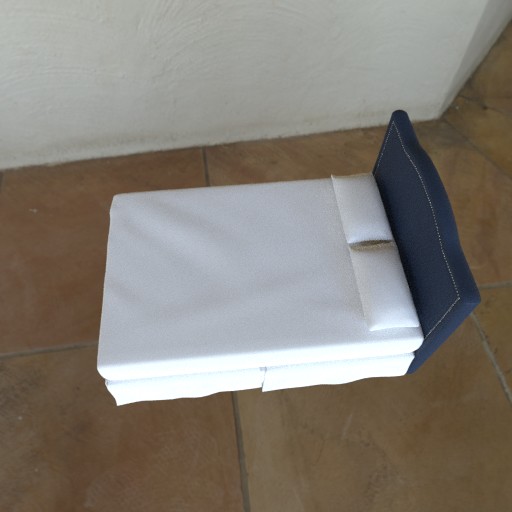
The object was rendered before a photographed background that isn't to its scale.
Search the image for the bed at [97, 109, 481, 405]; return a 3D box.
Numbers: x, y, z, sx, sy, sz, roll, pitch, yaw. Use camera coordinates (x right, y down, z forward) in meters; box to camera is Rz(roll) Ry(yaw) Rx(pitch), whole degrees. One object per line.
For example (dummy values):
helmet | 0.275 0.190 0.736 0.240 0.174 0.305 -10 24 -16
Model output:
bed | 0.000 0.000 3.483 2.507 1.441 1.741 -5 58 -3
